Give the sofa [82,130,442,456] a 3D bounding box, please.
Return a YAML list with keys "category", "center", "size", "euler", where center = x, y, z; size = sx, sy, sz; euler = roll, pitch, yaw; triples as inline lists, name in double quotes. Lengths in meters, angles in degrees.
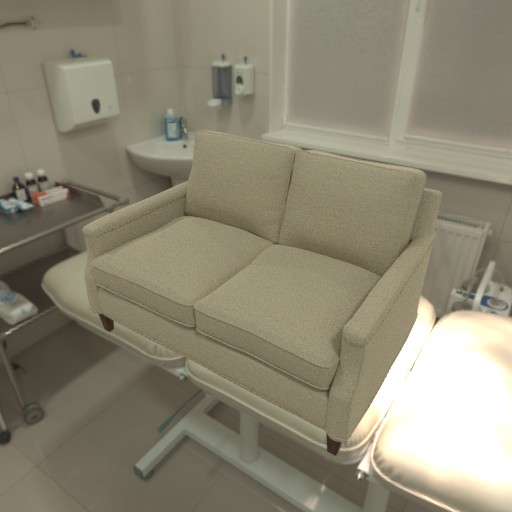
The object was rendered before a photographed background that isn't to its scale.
- category: "sofa"
  center: [0.000, 0.000, 2.338]
  size: [1.597, 1.003, 1.084]
  euler: [19, 35, 29]
